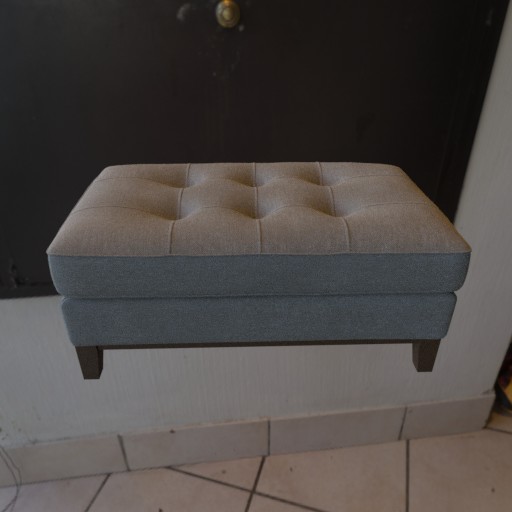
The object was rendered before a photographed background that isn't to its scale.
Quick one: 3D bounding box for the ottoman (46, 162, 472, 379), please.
[{"bbox_3d":[0.000,0.000,1.507,1.143,0.514,0.648,-1,31,-1],"label":"ottoman"}]
